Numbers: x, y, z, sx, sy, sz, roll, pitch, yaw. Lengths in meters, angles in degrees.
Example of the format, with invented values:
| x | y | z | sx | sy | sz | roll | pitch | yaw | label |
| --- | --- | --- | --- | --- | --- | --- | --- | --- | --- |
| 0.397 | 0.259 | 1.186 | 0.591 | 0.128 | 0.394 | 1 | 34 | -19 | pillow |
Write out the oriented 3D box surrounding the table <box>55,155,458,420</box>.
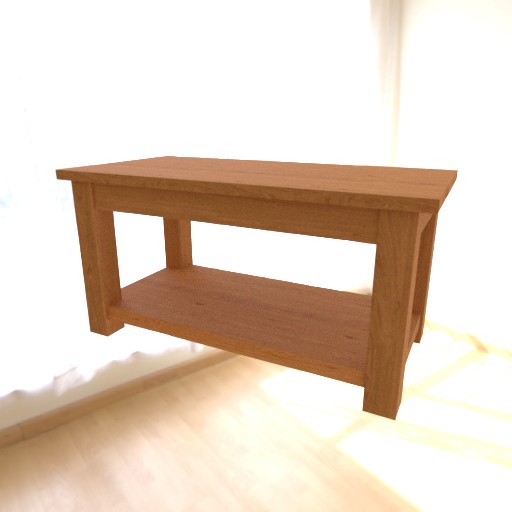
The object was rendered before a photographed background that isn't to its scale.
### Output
| x | y | z | sx | sy | sz | roll | pitch | yaw | label |
| --- | --- | --- | --- | --- | --- | --- | --- | --- | --- |
| 0.000 | 0.000 | 1.174 | 0.899 | 0.452 | 0.450 | 9 | 20 | 26 | table |
